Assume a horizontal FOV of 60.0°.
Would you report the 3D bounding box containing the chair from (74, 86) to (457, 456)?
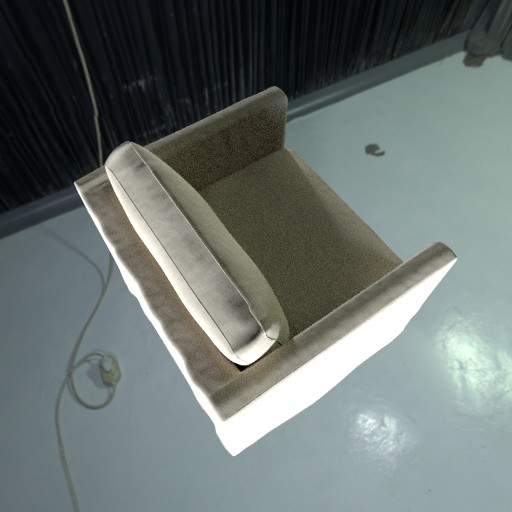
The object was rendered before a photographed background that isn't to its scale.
[{"bbox_3d":[0.000,0.000,1.754,0.949,0.867,1.057,-31,64,-17],"label":"chair"}]
